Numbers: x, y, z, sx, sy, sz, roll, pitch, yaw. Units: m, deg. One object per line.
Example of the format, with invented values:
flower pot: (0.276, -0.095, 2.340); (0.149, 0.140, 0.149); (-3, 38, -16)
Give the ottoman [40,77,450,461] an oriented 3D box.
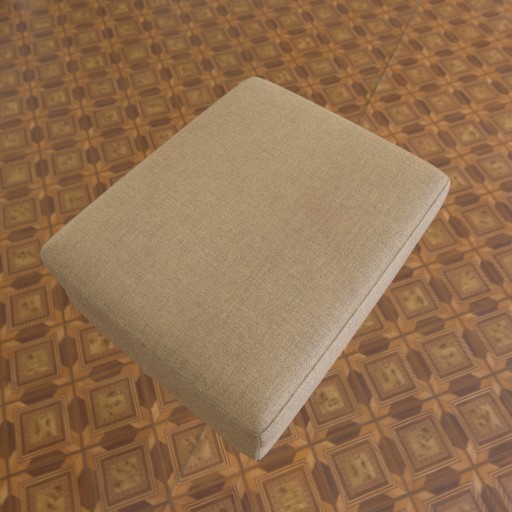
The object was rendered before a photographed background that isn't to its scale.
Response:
ottoman: (0.000, 0.000, 1.217); (0.671, 0.490, 0.820); (34, 65, 19)
